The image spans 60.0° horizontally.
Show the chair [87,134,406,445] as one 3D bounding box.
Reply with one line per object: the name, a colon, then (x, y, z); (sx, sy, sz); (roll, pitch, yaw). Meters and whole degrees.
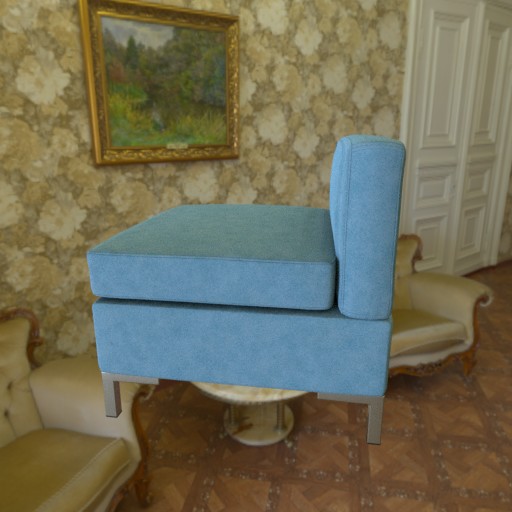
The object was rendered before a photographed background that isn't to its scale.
chair: (0.000, 0.000, 1.251); (0.685, 0.660, 0.684); (2, 16, 9)
